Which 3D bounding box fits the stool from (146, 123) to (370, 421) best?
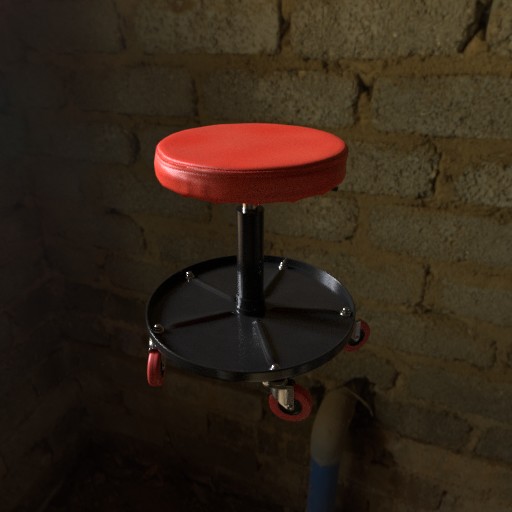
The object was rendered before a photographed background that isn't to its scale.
[{"bbox_3d":[0.000,0.000,0.707,0.382,0.365,0.381,-8,29,-15],"label":"stool"}]
